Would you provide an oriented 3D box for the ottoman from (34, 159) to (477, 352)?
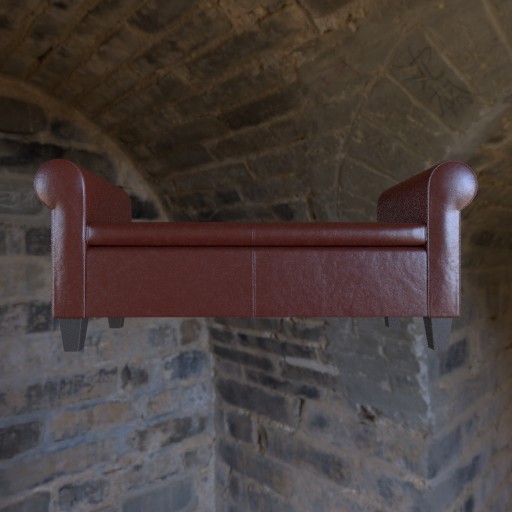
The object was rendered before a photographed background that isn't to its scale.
[{"bbox_3d":[0.000,0.000,1.502,1.256,0.547,0.521,0,0,-1],"label":"ottoman"}]
